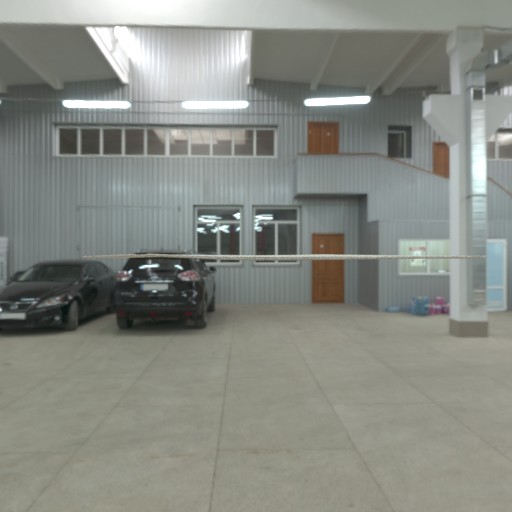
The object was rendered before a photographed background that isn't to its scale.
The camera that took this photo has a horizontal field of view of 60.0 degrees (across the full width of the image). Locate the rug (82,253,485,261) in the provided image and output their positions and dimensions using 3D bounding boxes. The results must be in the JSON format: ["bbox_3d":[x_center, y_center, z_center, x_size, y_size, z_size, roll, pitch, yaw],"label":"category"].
[{"bbox_3d":[0.000,0.000,2.970,1.624,0.030,2.264,0,0,-37],"label":"rug"}]
